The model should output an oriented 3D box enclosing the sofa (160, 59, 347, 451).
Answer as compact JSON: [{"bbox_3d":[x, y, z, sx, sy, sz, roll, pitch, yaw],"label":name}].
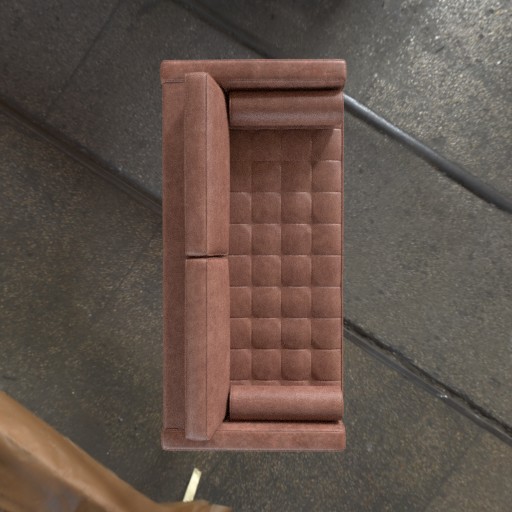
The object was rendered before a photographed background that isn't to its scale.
[{"bbox_3d":[0.000,0.000,2.276,0.910,0.760,1.870,0,91,1],"label":"sofa"}]
